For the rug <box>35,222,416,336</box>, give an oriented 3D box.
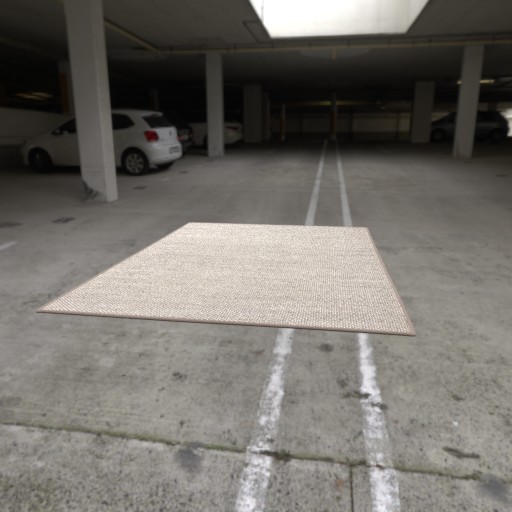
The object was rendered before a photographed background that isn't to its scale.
[{"bbox_3d":[0.000,0.000,2.719,1.517,0.013,2.115,2,15,9],"label":"rug"}]
